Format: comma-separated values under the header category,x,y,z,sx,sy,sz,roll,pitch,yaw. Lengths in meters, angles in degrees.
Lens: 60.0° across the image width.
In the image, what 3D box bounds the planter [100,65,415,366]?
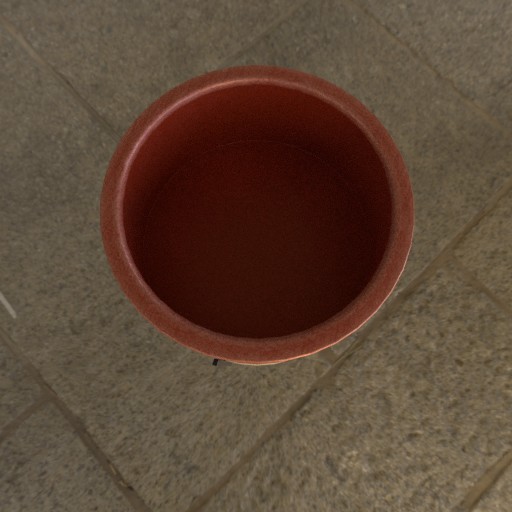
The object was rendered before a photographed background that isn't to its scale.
category,x,y,z,sx,sy,sz,roll,pitch,yaw
planter,0.000,0.000,0.702,0.345,0.465,0.354,17,77,4
